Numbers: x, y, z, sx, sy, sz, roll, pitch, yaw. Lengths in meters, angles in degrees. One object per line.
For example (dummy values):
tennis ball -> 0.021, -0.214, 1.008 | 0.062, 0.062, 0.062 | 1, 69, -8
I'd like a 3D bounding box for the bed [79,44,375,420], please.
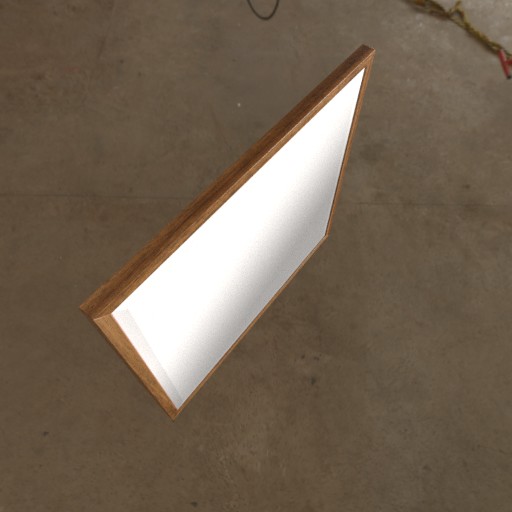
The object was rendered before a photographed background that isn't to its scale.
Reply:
bed -> 0.000, 0.000, 1.446 | 0.043, 0.940, 1.041 | 34, 65, 19
